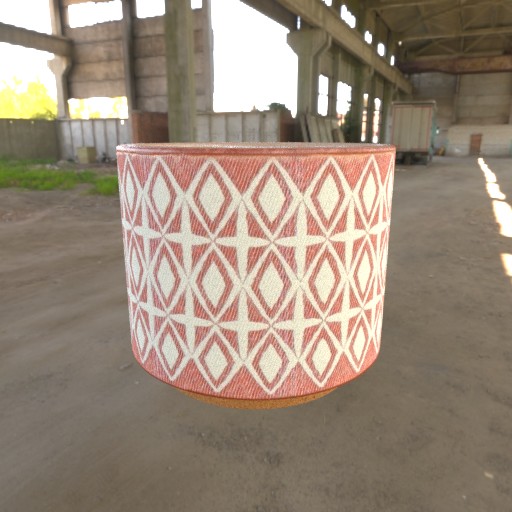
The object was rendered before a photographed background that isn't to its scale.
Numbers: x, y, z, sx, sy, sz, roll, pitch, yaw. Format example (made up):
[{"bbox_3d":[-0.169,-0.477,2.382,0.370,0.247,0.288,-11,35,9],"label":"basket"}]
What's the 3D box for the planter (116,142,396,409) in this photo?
[{"bbox_3d":[0.000,0.000,0.483,0.273,0.237,0.273,0,15,0],"label":"planter"}]
